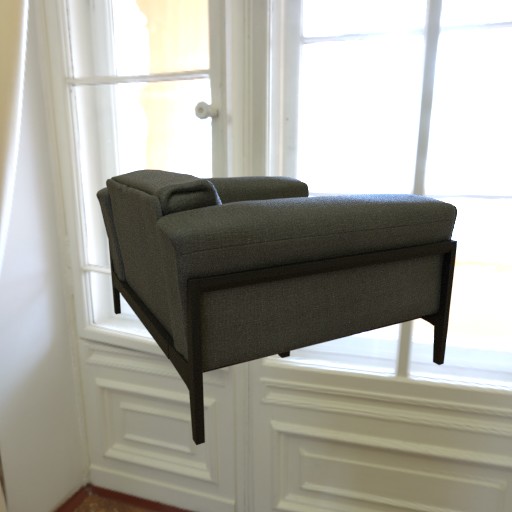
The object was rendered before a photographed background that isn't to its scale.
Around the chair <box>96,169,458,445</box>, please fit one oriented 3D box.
[{"bbox_3d":[0.000,0.000,1.678,0.969,0.646,1.056,-7,16,-27],"label":"chair"}]
